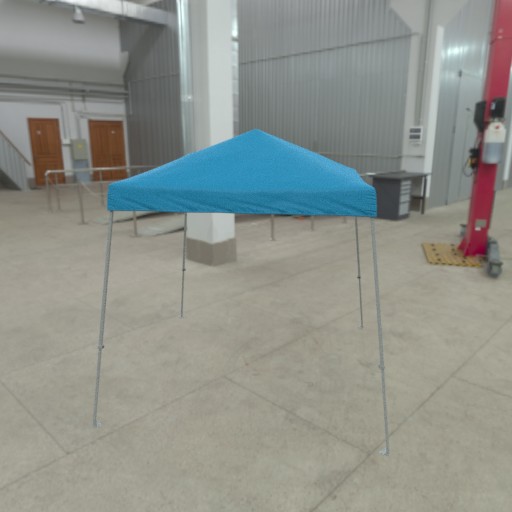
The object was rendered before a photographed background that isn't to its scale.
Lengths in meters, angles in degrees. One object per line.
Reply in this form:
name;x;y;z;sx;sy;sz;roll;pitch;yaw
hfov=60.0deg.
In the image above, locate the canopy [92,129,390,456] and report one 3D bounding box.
canopy;0.000;0.000;6.531;3.599;3.600;3.600;2;15;8
